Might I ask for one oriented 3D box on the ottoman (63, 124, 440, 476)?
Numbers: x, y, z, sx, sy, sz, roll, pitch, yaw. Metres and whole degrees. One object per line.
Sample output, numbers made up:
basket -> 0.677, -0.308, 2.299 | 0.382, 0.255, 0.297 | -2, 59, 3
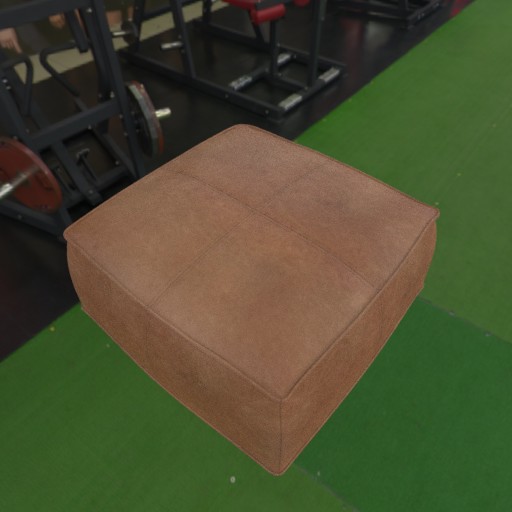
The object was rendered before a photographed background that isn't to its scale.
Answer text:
ottoman -> 0.000, 0.000, 1.408 | 0.902, 0.395, 0.901 | 31, 54, 26
